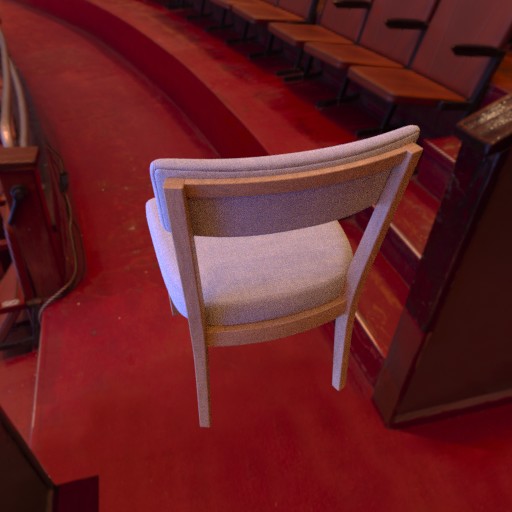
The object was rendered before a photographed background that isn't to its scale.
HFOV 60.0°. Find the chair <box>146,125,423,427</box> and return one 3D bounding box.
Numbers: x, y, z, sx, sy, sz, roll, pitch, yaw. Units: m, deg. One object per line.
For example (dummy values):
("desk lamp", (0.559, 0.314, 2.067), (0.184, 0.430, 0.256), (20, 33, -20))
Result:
("chair", (0.000, 0.000, 1.163), (0.508, 0.832, 0.572), (-11, 40, -13))
